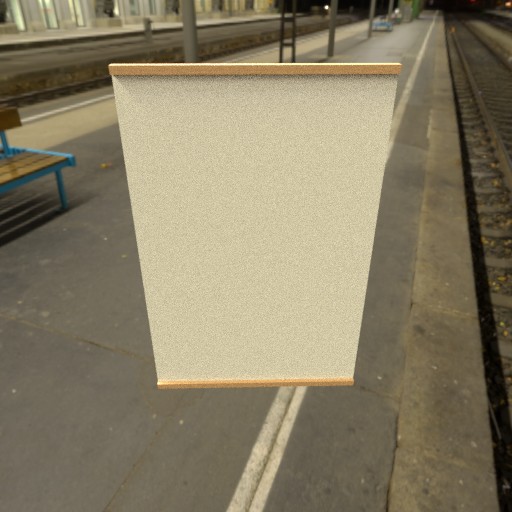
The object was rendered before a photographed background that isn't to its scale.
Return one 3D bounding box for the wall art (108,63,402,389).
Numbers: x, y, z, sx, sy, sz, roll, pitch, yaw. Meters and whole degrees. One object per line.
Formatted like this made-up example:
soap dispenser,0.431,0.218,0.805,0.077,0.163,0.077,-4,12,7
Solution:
wall art,0.000,0.000,1.277,0.669,1.020,0.027,-1,30,-1
